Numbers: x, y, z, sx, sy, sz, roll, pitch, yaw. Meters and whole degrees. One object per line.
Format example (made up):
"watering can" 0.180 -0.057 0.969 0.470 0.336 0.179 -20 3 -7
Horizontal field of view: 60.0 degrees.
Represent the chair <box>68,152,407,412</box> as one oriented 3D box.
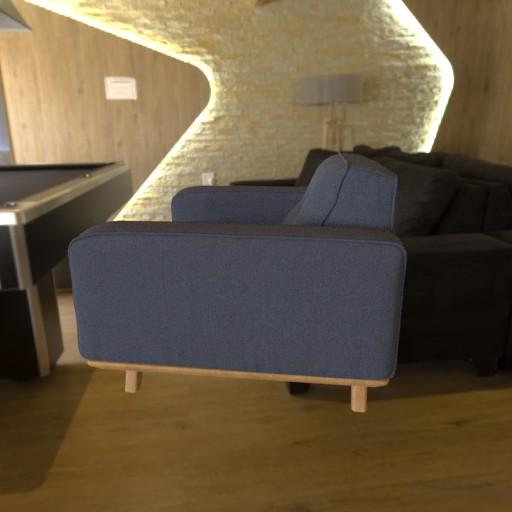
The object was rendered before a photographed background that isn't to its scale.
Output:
"chair" 0.000 0.000 1.756 0.953 0.783 1.118 2 16 8
